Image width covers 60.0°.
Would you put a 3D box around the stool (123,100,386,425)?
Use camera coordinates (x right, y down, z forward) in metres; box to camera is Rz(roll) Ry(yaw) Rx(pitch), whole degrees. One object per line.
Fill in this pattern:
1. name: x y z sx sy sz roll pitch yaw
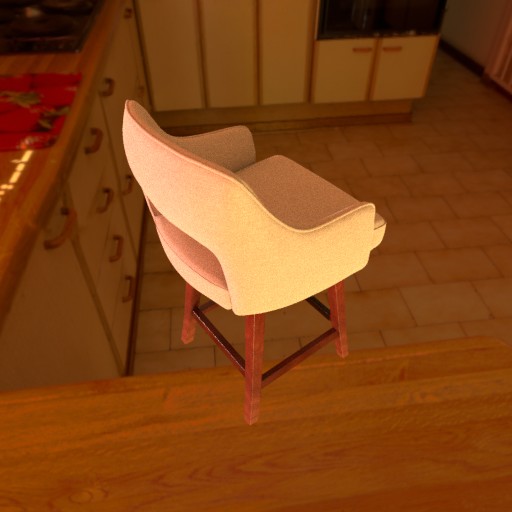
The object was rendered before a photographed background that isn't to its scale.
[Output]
1. stool: 0.000 0.000 1.289 0.560 0.936 0.550 -27 49 -27
